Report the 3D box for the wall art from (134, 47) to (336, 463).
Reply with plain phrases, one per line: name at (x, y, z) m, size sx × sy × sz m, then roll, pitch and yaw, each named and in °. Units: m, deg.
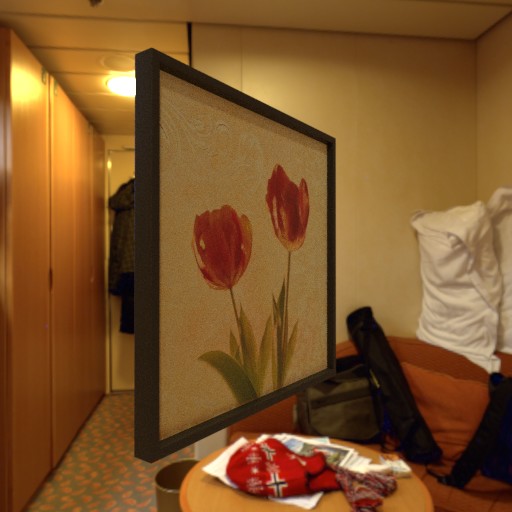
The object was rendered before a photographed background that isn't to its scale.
wall art at (0.000, 0.000, 0.523) m, size 0.038 × 0.349 × 0.349 m, roll 0°, pitch 0°, yaw 36°
